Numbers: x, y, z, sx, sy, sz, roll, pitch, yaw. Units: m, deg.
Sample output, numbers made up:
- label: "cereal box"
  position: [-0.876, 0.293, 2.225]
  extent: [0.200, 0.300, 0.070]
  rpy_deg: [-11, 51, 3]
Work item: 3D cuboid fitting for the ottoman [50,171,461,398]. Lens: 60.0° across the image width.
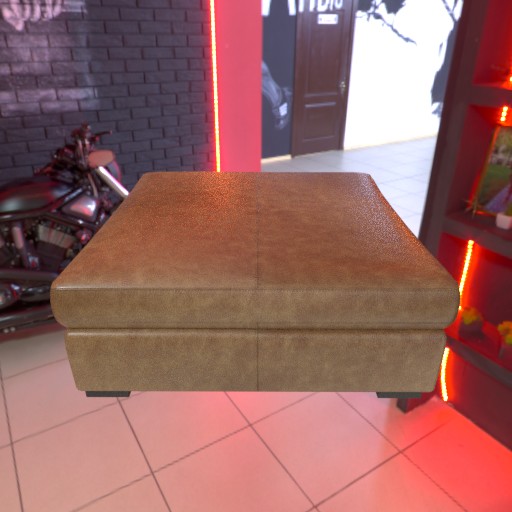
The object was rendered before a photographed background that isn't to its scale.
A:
- label: "ottoman"
  position: [0.000, 0.000, 1.824]
  extent: [1.168, 0.483, 1.169]
  rpy_deg: [0, 26, 0]
